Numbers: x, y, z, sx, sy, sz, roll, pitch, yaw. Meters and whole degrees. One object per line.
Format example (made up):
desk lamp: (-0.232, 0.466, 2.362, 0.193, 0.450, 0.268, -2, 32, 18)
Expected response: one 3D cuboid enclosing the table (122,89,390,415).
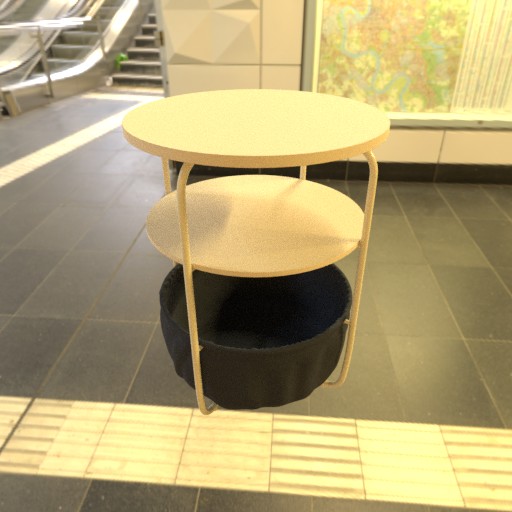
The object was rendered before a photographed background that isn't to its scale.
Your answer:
table: (0.000, 0.000, 0.850, 0.418, 0.532, 0.418, -8, 32, -13)
